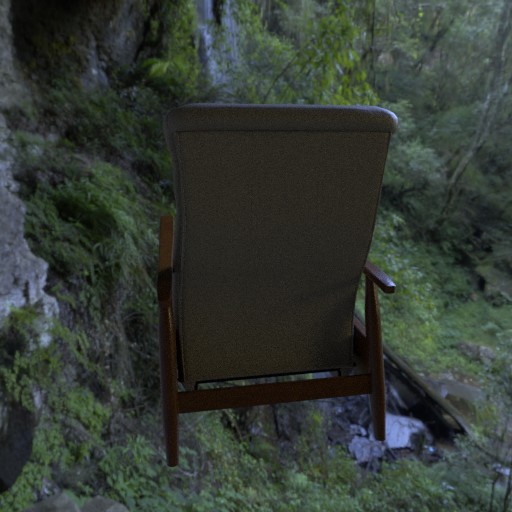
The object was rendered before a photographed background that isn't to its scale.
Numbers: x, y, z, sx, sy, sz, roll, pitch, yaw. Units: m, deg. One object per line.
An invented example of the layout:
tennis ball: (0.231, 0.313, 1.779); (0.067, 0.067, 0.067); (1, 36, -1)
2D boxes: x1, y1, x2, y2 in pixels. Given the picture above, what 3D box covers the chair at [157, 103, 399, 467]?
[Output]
chair: (0.000, 0.000, 1.763); (0.762, 1.082, 1.032); (-3, 15, -10)
